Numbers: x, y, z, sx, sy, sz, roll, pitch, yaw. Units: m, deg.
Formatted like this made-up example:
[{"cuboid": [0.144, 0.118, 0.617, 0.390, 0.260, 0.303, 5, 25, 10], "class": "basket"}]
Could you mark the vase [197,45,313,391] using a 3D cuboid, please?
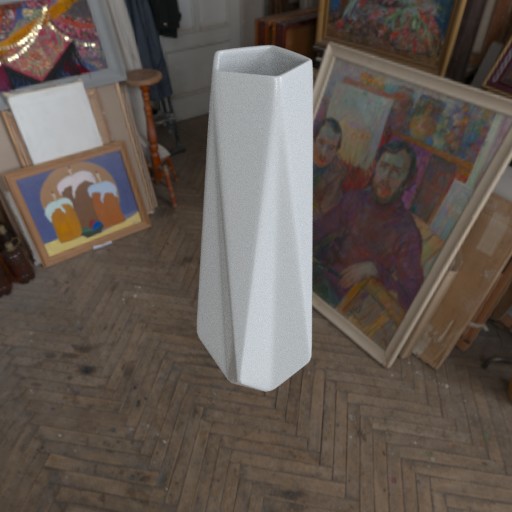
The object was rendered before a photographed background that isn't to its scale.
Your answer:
[{"cuboid": [0.000, 0.000, 0.393, 0.122, 0.329, 0.116, 11, 42, 12], "class": "vase"}]
